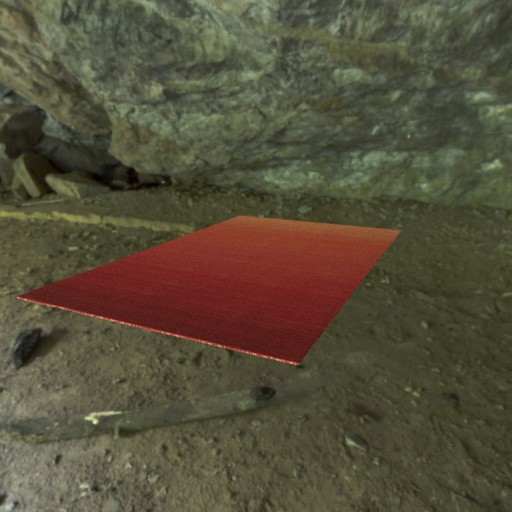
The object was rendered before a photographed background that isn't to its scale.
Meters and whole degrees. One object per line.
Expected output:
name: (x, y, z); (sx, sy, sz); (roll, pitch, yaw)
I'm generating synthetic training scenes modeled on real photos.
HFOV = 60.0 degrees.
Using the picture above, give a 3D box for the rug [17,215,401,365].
rug: (0.000, 0.000, 2.987); (1.531, 0.010, 2.442); (8, 18, 25)
